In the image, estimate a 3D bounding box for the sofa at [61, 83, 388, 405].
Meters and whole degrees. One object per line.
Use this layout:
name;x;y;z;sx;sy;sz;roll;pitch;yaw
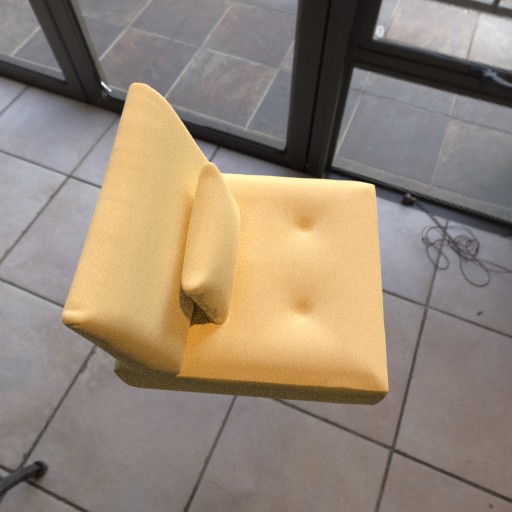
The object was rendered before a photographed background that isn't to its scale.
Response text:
sofa;0.000;0.000;1.685;1.000;0.820;0.930;4;62;2
